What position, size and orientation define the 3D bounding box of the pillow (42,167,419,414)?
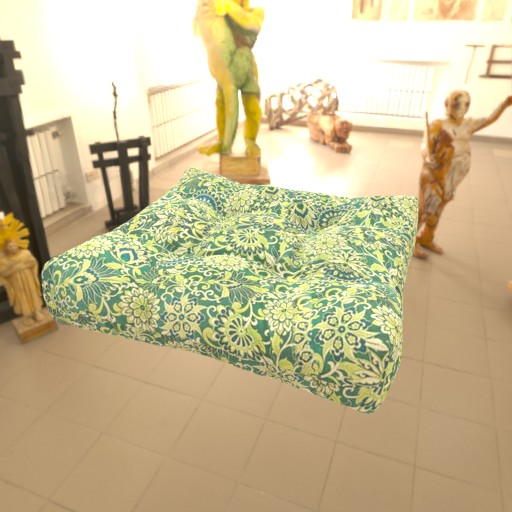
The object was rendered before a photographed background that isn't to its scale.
[{"bbox_3d":[0.000,0.000,0.733,0.490,0.128,0.468,11,31,18],"label":"pillow"}]
